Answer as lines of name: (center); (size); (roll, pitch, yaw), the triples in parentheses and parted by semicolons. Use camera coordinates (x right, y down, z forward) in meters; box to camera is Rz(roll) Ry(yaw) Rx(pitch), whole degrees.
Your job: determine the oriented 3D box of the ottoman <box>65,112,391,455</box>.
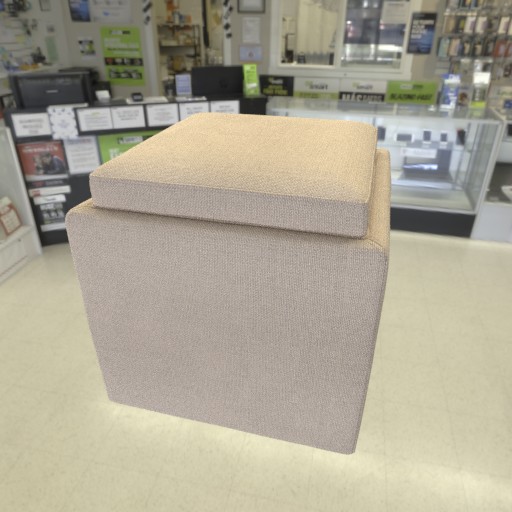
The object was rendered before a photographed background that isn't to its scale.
ottoman: (0.000, 0.000, 0.821); (0.450, 0.460, 0.451); (8, 31, 13)
